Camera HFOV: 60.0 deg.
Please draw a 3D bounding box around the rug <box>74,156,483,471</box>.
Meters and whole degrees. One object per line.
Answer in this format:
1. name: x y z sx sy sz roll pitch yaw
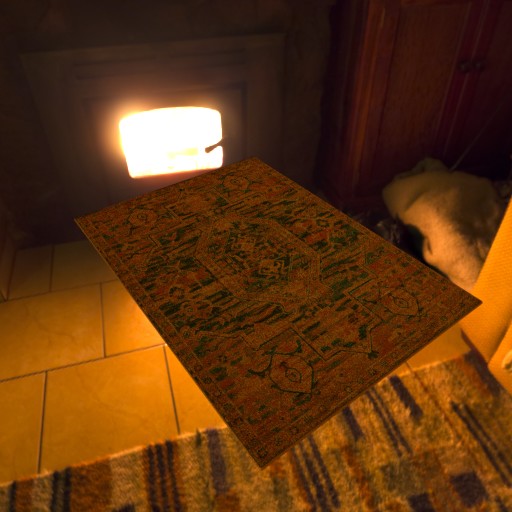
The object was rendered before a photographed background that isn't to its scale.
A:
1. rug: 0.000 0.000 2.837 1.588 0.024 2.204 -25 46 -27
